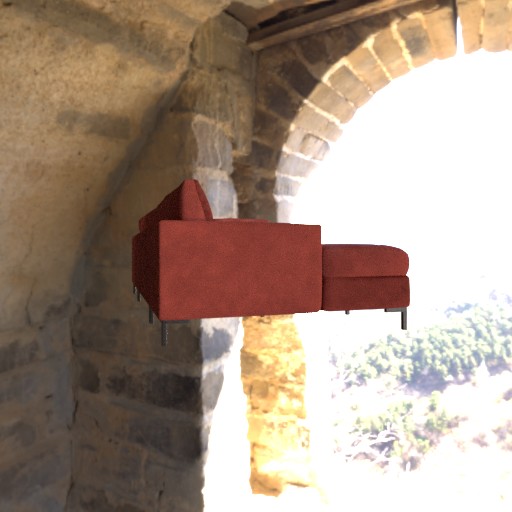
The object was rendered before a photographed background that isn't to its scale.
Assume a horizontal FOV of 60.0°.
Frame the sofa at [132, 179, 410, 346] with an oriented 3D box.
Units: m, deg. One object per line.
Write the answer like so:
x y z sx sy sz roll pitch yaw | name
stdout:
0.000 0.000 3.866 1.981 0.858 2.971 0 1 -18 | sofa
